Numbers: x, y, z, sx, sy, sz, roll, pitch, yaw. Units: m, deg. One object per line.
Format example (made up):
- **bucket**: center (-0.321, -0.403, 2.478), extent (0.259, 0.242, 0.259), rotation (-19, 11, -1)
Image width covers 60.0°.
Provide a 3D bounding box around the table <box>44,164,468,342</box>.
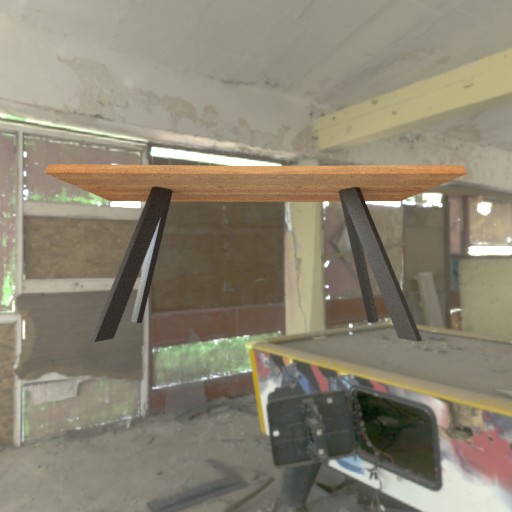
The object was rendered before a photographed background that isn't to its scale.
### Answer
- **table**: center (0.000, 0.000, 2.325), extent (1.800, 0.770, 0.900), rotation (0, -1, -1)
